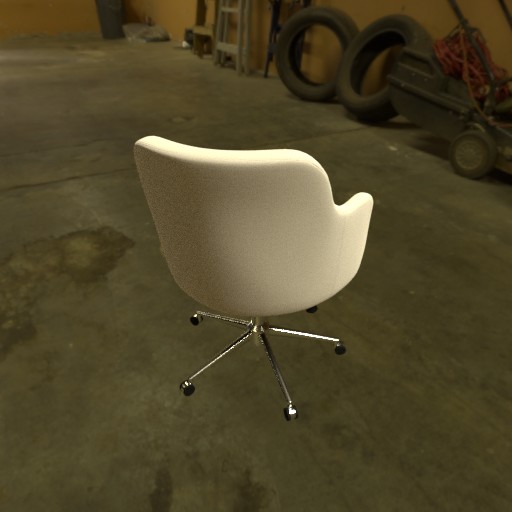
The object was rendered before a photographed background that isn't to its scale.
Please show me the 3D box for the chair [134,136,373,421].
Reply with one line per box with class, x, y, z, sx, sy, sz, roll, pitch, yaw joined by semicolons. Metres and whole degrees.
chair;0.000;0.000;1.281;0.602;0.819;0.647;9;33;14
